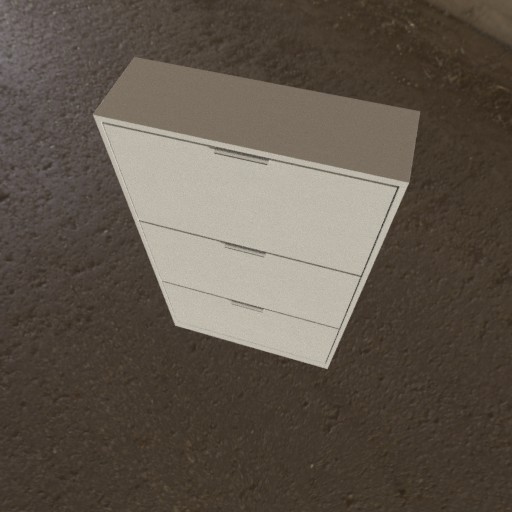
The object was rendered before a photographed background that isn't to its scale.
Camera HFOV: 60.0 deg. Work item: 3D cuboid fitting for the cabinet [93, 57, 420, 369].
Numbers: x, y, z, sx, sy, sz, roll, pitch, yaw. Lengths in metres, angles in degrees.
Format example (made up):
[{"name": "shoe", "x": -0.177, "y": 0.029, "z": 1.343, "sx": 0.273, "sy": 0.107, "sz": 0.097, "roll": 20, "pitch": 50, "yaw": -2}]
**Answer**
[{"name": "cabinet", "x": 0.000, "y": 0.000, "z": 1.604, "sx": 0.750, "sy": 1.280, "sz": 0.250, "roll": 14, "pitch": 59, "yaw": 9}]
